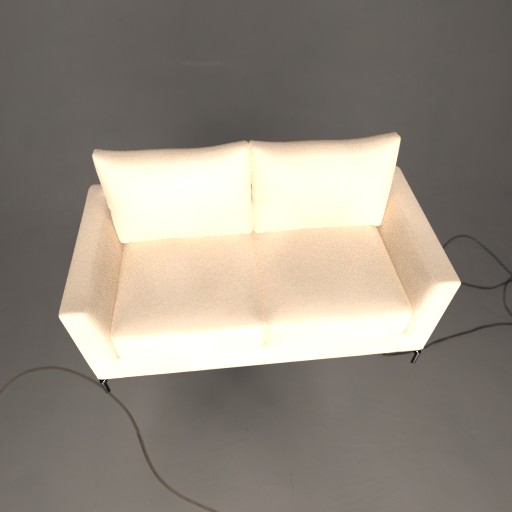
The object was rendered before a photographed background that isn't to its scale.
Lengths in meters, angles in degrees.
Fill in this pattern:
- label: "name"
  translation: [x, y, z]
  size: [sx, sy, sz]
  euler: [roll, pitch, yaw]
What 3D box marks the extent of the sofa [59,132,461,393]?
- label: "sofa"
  translation: [0.000, 0.000, 2.323]
  size: [1.739, 0.995, 0.906]
  euler: [-4, 47, -4]
